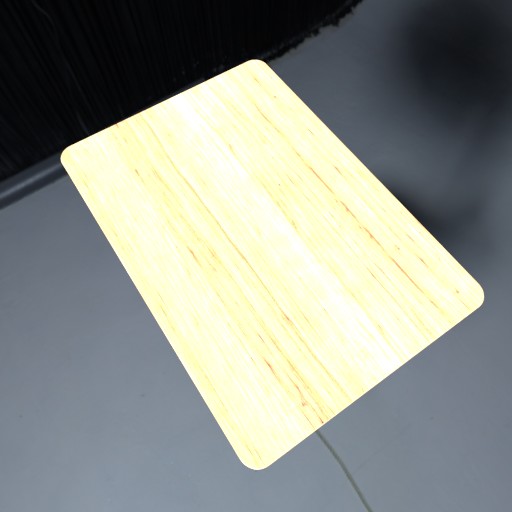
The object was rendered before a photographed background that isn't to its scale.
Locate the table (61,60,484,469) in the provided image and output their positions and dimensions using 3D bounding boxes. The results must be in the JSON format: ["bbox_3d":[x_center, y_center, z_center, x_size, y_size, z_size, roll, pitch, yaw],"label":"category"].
[{"bbox_3d":[0.000,0.000,1.361,0.696,0.445,0.997,-31,68,-14],"label":"table"}]
